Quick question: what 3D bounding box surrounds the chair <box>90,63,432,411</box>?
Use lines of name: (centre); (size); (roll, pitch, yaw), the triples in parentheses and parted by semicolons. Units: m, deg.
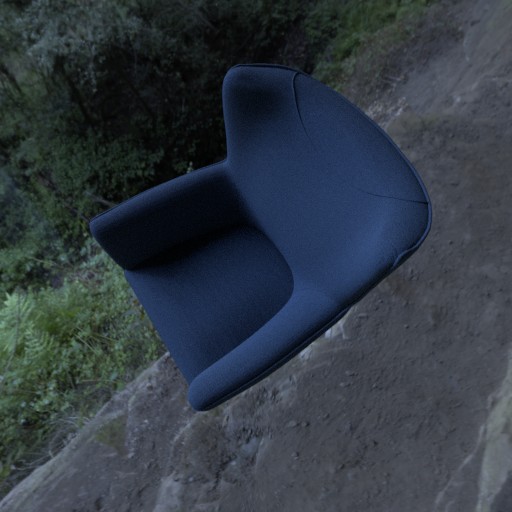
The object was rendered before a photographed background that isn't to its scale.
chair: (0.000, 0.000, 1.579); (0.888, 0.933, 0.781); (-31, 68, -14)
